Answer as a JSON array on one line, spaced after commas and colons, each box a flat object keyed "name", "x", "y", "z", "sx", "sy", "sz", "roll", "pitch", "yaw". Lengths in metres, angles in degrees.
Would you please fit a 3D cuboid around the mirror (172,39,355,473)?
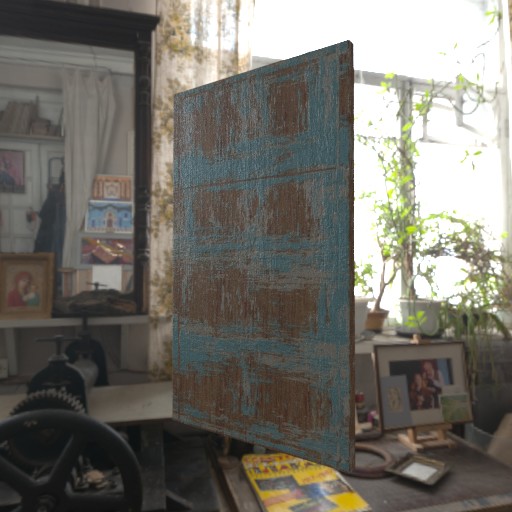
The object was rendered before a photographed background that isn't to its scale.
[{"name": "mirror", "x": 0.000, "y": 0.000, "z": 1.479, "sx": 0.707, "sy": 1.213, "sz": 0.083, "roll": -1, "pitch": -1, "yaw": 36}]
